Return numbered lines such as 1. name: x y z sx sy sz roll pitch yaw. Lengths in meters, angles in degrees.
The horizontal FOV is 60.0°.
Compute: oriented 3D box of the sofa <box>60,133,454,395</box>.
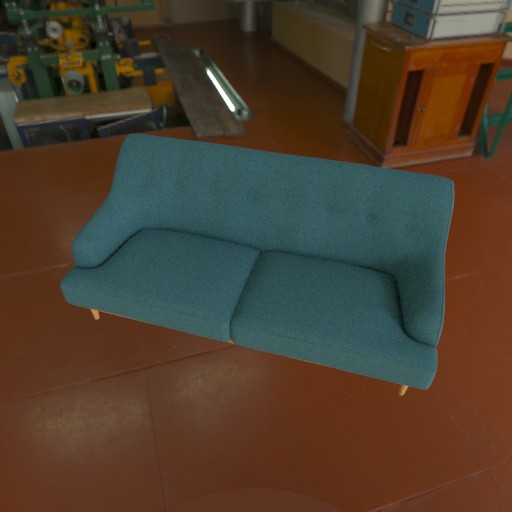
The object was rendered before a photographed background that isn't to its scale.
1. sofa: 0.000 0.000 2.567 2.057 0.871 0.978 11 42 13
